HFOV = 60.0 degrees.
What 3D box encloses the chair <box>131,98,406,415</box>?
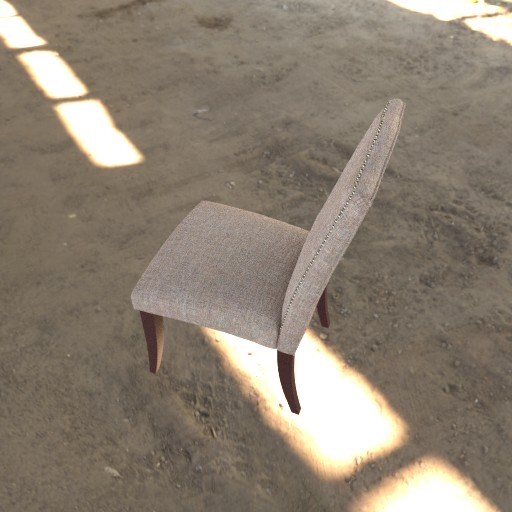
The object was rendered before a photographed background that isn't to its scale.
[{"bbox_3d":[0.000,0.000,1.396,0.660,1.016,0.513,16,48,15],"label":"chair"}]
